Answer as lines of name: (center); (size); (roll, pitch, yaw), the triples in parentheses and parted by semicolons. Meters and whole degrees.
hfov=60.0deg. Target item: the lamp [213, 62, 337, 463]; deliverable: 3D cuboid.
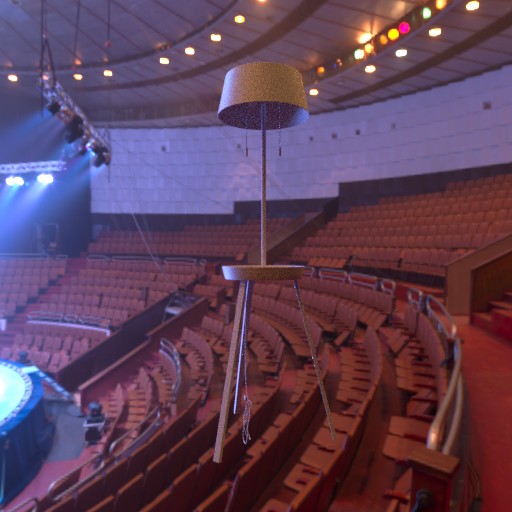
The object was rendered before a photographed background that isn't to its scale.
lamp: (0.000, 0.000, 1.717); (0.508, 1.429, 0.468); (0, 0, 35)
